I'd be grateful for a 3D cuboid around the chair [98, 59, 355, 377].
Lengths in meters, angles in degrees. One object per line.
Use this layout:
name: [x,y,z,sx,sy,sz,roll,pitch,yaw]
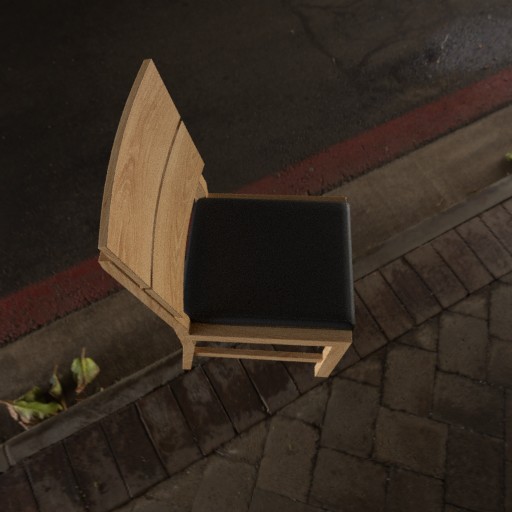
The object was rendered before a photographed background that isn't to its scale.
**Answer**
chair: [0.000,0.000,1.294,0.569,0.950,0.475,3,63,1]
